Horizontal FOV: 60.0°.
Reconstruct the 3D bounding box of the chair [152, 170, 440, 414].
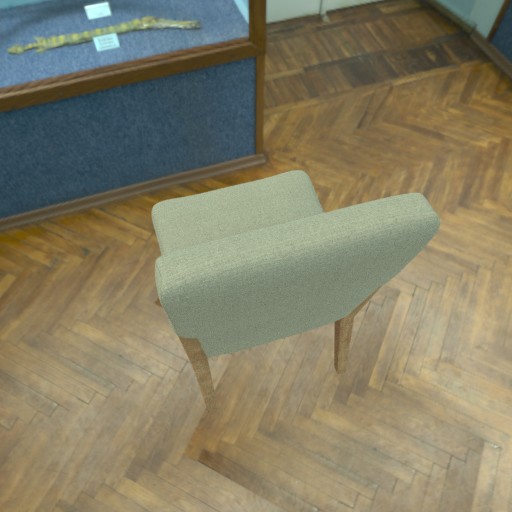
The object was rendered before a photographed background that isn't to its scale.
[{"bbox_3d":[0.000,0.000,1.214,0.507,0.911,0.586,-15,60,-9],"label":"chair"}]
